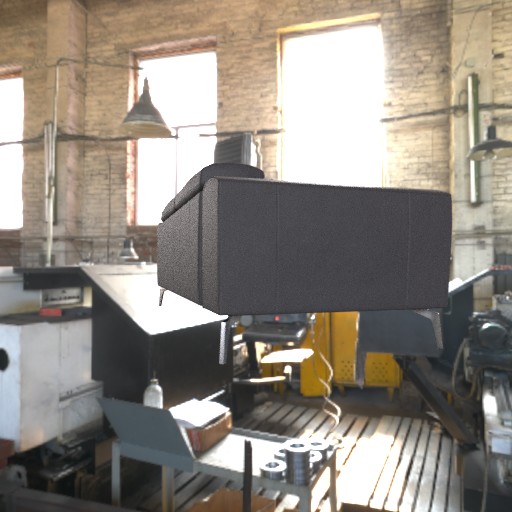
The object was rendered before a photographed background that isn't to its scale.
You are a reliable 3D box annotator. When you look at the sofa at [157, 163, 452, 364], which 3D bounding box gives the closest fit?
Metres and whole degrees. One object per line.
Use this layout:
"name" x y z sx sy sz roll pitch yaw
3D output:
"sofa" 0.000 0.000 2.811 1.048 0.814 2.330 0 -1 -18
